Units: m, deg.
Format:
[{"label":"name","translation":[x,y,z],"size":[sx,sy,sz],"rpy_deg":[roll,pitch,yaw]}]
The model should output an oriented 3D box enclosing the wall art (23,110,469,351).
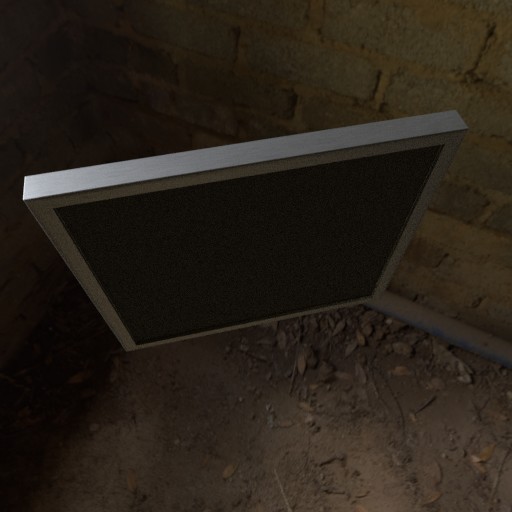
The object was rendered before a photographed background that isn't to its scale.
[{"label":"wall art","translation":[0.000,0.000,0.516],"size":[0.380,0.330,0.028],"rpy_deg":[-11,58,-7]}]
